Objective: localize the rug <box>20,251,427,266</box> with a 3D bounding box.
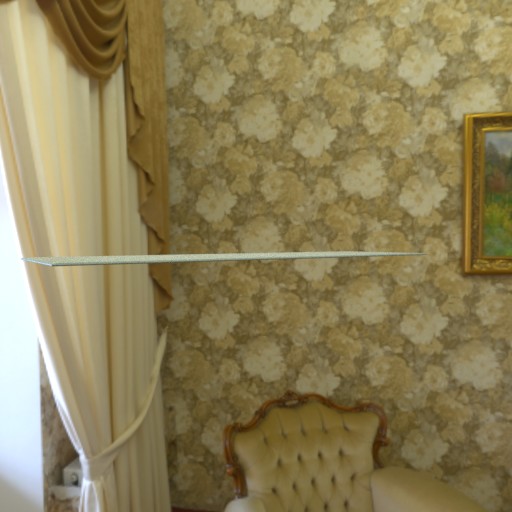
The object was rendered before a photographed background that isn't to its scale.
[{"bbox_3d":[0.000,0.000,2.413,2.196,0.011,0.662,-1,2,-36],"label":"rug"}]
